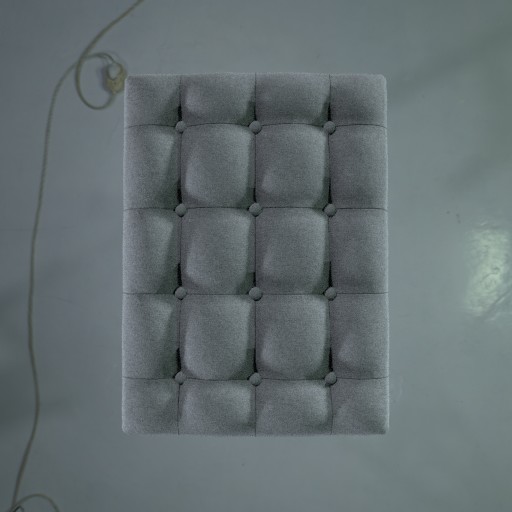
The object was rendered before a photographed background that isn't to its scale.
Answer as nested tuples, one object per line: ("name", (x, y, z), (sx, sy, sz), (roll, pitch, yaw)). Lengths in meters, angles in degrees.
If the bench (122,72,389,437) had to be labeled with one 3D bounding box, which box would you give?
("bench", (0.000, 0.000, 0.889), (0.417, 0.469, 0.572), (0, 89, 0))
